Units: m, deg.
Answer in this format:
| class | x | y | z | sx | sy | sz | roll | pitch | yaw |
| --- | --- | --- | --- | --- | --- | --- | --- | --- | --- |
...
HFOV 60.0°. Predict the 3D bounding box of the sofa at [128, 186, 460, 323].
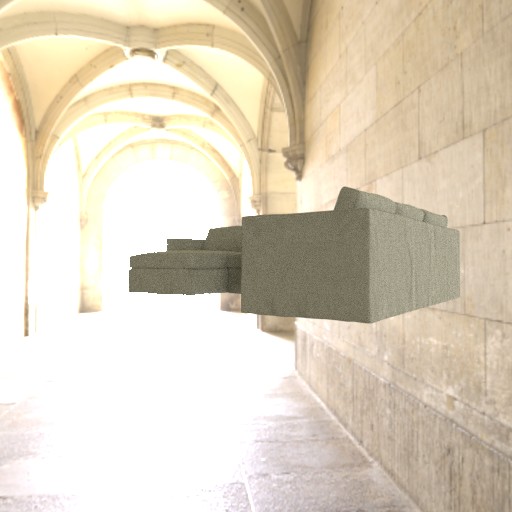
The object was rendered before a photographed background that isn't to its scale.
| class | x | y | z | sx | sy | sz | roll | pitch | yaw |
| --- | --- | --- | --- | --- | --- | --- | --- | --- | --- |
| sofa | 0.000 | 0.000 | 4.587 | 3.434 | 0.869 | 2.440 | -1 | -1 | 36 |
